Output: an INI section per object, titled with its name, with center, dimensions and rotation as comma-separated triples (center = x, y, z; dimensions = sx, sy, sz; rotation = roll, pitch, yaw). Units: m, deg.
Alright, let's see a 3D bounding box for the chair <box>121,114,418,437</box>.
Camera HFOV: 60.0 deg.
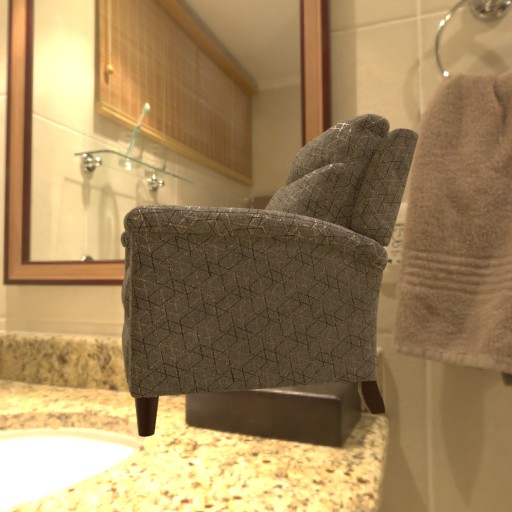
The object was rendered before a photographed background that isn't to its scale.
[chair]
center = 0.000, 0.000, 1.700
dimensions = 0.987, 1.048, 0.753
rotation = 1, -2, -18
